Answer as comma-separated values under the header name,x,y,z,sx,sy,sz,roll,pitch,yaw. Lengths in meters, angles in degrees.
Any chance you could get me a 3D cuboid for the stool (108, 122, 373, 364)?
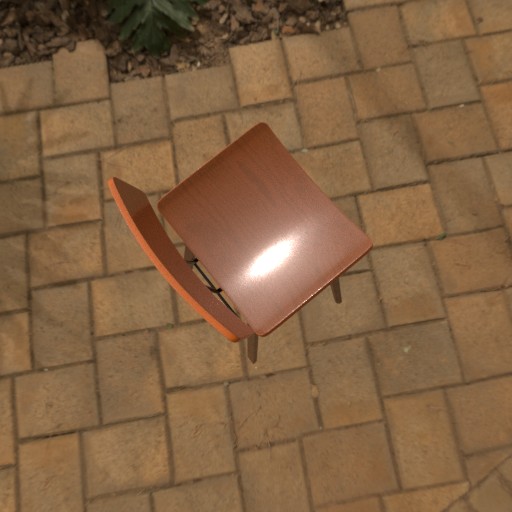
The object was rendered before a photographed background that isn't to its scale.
name,x,y,z,sx,sy,sz,roll,pitch,yaw
stool,0.000,0.000,1.250,0.440,0.969,0.509,-38,79,-9
